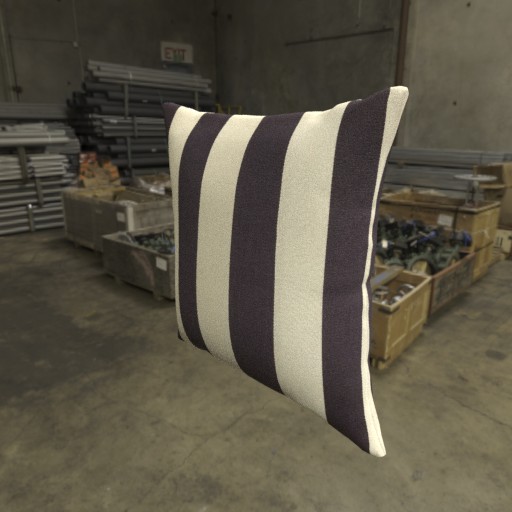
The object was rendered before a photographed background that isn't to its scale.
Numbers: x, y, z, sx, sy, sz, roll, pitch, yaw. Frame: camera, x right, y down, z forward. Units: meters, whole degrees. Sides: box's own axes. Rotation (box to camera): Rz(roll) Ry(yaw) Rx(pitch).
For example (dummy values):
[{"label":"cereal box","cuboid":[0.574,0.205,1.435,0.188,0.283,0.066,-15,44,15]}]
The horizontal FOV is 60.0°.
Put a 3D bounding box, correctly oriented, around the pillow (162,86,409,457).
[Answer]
[{"label":"pillow","cuboid":[0.000,0.000,0.770,0.536,0.526,0.189,16,22,42]}]
